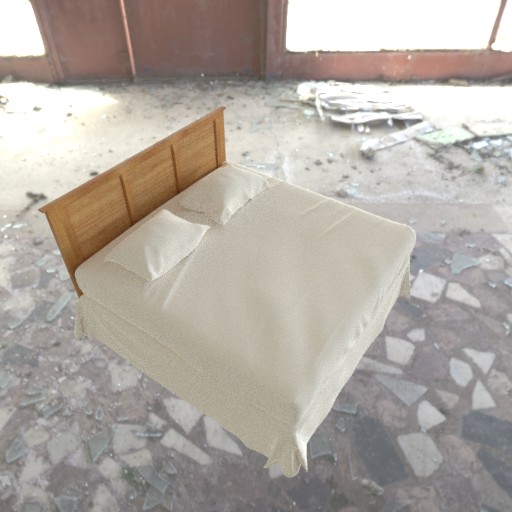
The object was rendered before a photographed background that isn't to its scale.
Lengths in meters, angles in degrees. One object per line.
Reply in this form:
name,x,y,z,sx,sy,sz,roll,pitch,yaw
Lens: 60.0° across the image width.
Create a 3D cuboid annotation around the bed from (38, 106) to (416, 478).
bed,0.000,0.000,3.584,2.215,1.270,2.317,25,48,25
